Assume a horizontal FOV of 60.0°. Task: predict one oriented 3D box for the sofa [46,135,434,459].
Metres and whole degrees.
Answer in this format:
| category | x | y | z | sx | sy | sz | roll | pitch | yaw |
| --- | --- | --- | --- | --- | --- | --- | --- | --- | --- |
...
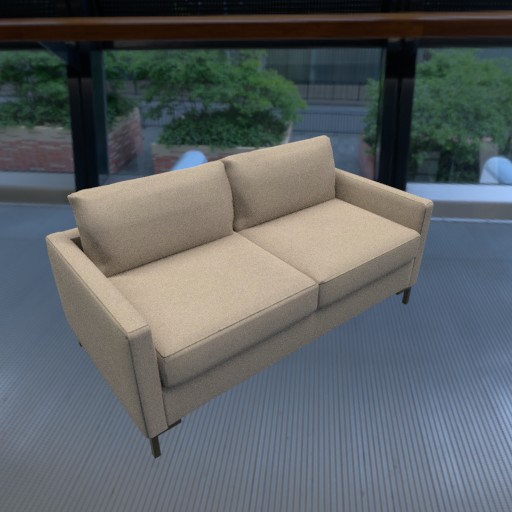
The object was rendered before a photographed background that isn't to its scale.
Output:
| category | x | y | z | sx | sy | sz | roll | pitch | yaw |
| --- | --- | --- | --- | --- | --- | --- | --- | --- | --- |
| sofa | 0.000 | 0.000 | 2.165 | 1.682 | 0.840 | 0.875 | -22 | 37 | -33 |
